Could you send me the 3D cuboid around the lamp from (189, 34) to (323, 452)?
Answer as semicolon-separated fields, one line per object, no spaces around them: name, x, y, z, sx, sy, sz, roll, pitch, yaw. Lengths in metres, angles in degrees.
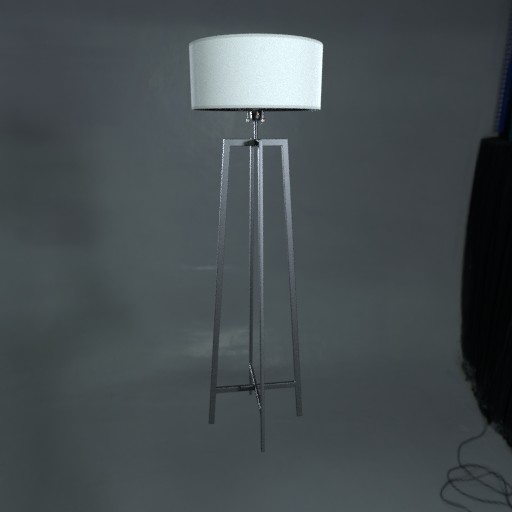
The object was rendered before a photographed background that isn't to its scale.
lamp;0.000;0.000;1.747;0.457;1.510;0.456;-2;17;-7
